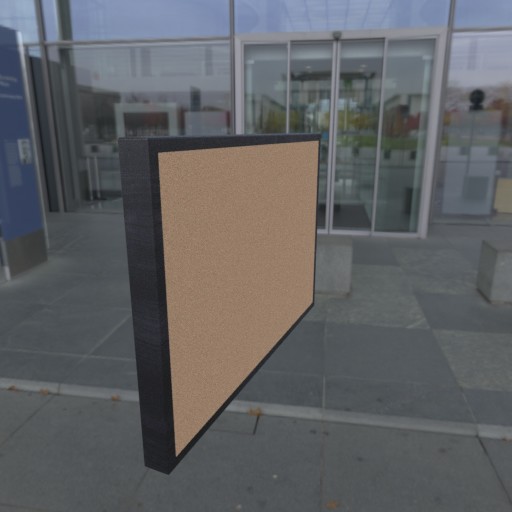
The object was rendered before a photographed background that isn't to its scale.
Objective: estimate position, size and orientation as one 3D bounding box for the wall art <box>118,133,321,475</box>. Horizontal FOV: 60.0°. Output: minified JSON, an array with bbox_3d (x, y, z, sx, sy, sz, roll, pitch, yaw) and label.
[{"bbox_3d":[0.000,0.000,0.771,0.038,0.409,0.610,7,17,23],"label":"wall art"}]
